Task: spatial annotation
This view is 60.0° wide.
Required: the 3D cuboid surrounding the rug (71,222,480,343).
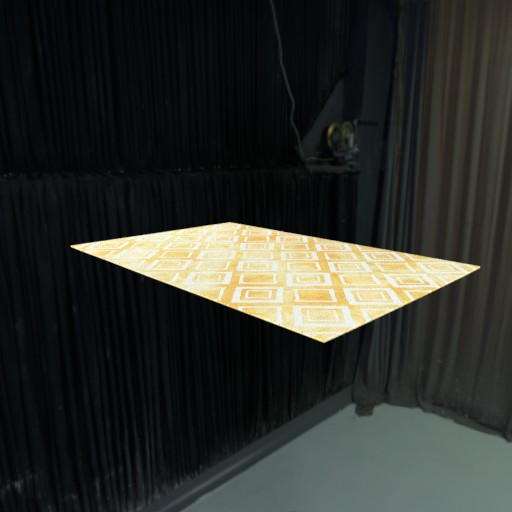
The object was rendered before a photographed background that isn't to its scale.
[{"bbox_3d":[0.000,0.000,2.335,1.213,0.010,1.829,-13,19,-43],"label":"rug"}]
